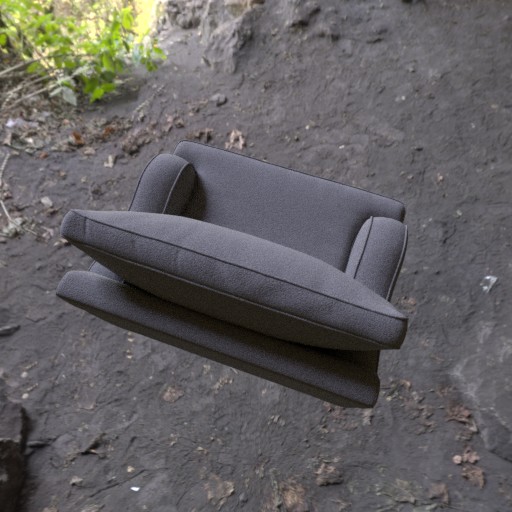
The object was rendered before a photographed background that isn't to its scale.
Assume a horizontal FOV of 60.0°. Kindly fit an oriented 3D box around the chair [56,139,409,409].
[{"bbox_3d":[0.000,0.000,1.991,1.220,1.016,1.040,18,66,8],"label":"chair"}]
